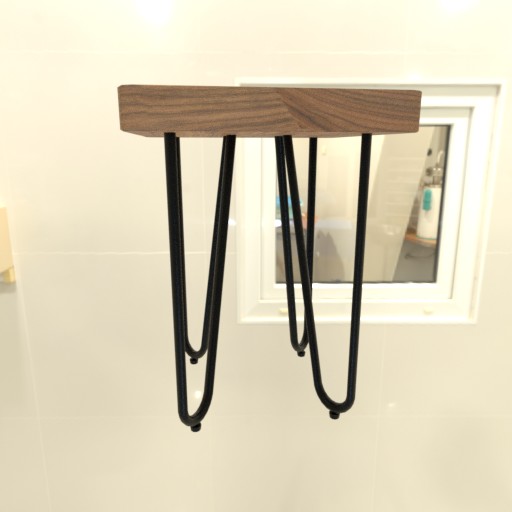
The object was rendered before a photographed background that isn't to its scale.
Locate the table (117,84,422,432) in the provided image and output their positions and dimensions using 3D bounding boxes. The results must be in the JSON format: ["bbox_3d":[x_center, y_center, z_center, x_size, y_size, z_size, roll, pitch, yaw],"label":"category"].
[{"bbox_3d":[0.000,0.000,0.974,0.479,0.641,0.480,-2,14,-8],"label":"table"}]
